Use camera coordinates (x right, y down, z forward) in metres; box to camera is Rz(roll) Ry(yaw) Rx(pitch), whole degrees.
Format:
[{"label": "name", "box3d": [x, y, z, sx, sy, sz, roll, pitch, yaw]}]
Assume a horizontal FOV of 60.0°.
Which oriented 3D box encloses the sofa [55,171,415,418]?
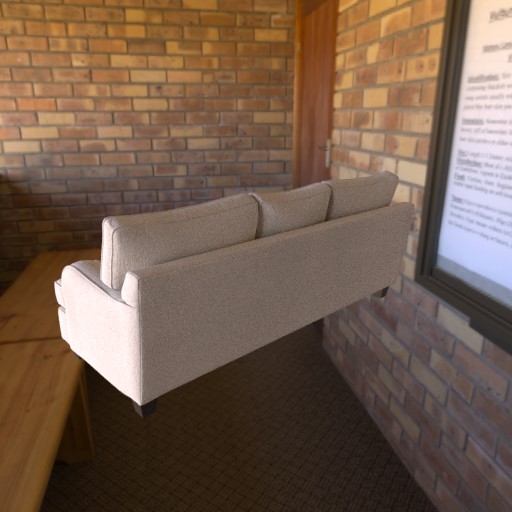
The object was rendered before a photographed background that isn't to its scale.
[{"label": "sofa", "box3d": [0.000, 0.000, 2.953, 2.323, 0.991, 1.016, -16, 24, -41]}]
